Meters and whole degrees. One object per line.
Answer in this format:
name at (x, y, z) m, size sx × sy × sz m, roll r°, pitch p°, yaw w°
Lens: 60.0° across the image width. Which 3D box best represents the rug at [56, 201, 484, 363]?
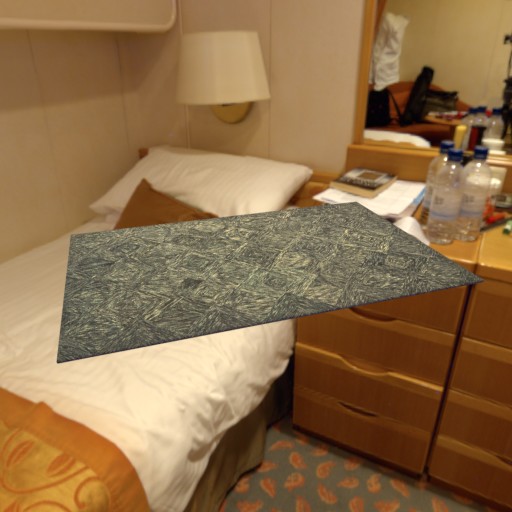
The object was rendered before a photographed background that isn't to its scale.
rug at (0.000, 0.000, 2.900) m, size 2.330 × 0.017 × 1.478 m, roll -8°, pitch 27°, yaw -16°
